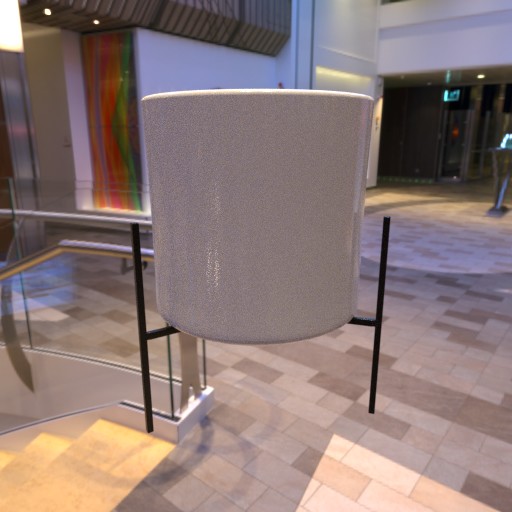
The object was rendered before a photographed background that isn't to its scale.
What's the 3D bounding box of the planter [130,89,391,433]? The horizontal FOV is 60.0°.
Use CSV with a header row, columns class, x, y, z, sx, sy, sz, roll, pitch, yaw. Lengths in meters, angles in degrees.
class,x,y,z,sx,sy,sz,roll,pitch,yaw
planter,0.000,0.000,0.722,0.360,0.480,0.361,-2,16,-7
